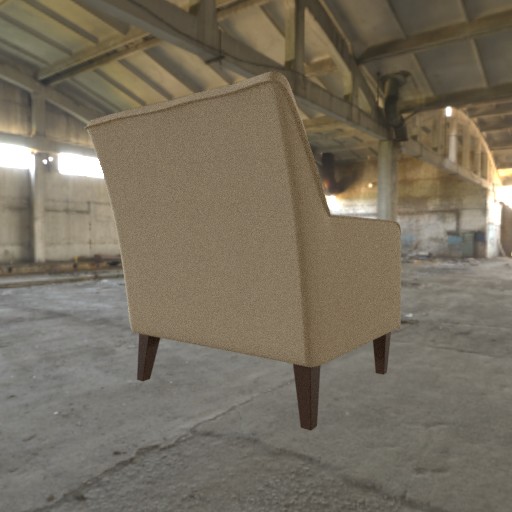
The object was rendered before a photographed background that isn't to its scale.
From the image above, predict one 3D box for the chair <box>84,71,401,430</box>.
[{"bbox_3d":[0.000,0.000,1.602,0.780,0.919,0.899,2,3,36],"label":"chair"}]
